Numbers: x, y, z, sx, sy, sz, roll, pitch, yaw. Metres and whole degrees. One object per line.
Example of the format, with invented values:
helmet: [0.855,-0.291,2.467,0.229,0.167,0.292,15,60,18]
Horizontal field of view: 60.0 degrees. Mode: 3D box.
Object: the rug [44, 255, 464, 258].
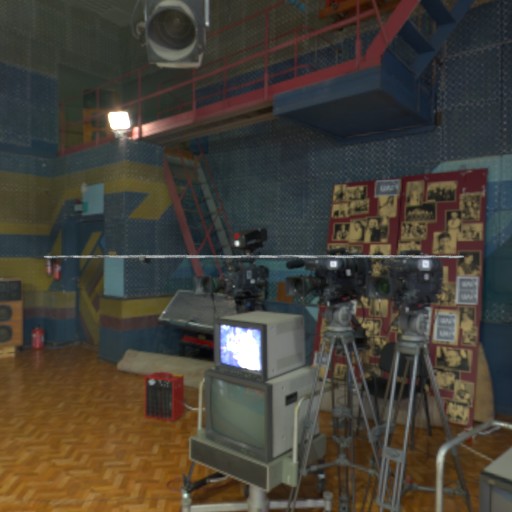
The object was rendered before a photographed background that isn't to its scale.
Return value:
rug: [0.000,0.000,4.062,2.432,0.013,3.021,0,0,1]
